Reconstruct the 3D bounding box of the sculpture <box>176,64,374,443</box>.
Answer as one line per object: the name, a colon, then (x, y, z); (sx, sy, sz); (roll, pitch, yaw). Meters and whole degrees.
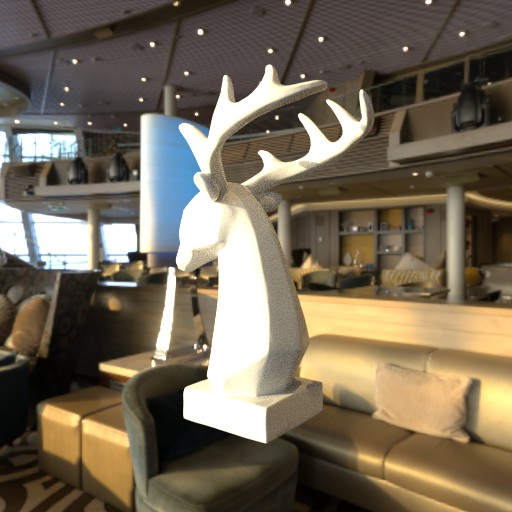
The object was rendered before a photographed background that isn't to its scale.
sculpture: (0.000, 0.000, 0.452); (0.224, 0.329, 0.174); (0, 0, 37)
